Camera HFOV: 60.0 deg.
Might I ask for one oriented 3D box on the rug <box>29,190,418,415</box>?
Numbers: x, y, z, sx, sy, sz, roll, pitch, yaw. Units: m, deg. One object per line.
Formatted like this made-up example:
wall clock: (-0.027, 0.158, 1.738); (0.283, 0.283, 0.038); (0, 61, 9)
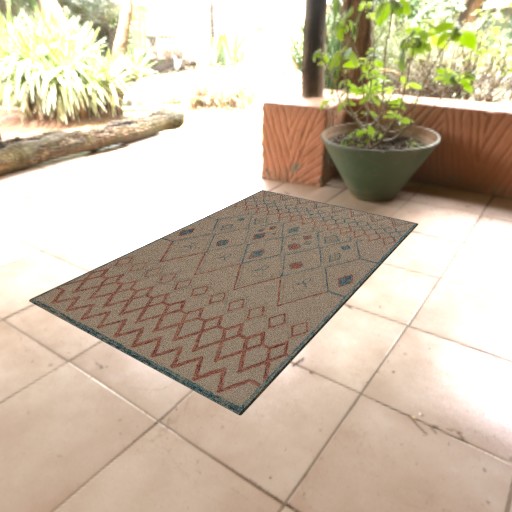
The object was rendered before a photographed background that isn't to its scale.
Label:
rug: (0.000, 0.000, 3.079); (1.524, 0.015, 2.438); (17, 31, 30)
